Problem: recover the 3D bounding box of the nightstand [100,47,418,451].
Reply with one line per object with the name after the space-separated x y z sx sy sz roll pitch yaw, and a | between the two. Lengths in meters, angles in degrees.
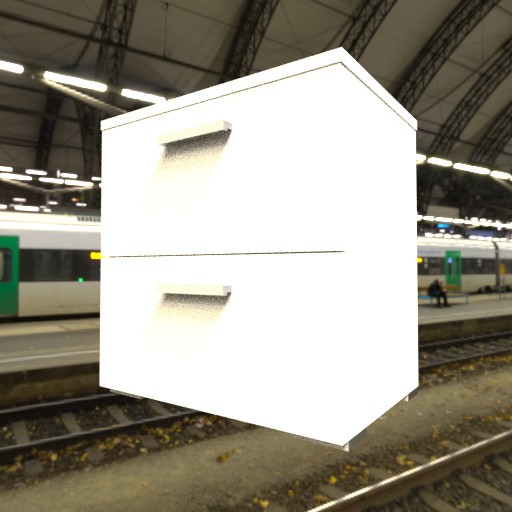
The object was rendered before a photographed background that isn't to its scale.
0.000 0.000 0.742 0.441 0.460 0.325 -1 -2 35 | nightstand
